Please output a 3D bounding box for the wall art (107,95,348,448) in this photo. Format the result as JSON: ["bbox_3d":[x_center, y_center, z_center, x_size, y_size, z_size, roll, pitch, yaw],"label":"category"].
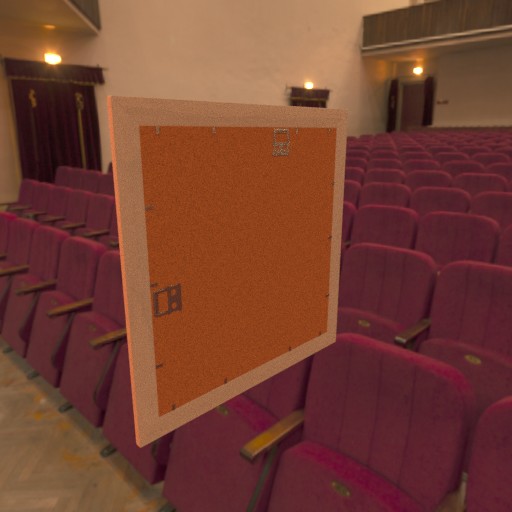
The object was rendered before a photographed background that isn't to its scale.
[{"bbox_3d":[0.000,0.000,0.901,0.584,0.584,0.013,-15,22,-43],"label":"wall art"}]
